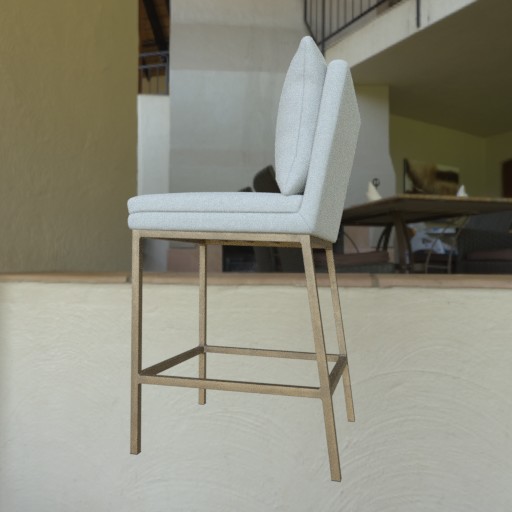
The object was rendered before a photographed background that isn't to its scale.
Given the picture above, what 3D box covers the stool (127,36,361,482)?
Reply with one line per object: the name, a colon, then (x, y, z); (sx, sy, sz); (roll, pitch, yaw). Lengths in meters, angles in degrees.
stool: (0.000, 0.000, 1.286); (0.572, 1.032, 0.463); (0, -1, 17)
